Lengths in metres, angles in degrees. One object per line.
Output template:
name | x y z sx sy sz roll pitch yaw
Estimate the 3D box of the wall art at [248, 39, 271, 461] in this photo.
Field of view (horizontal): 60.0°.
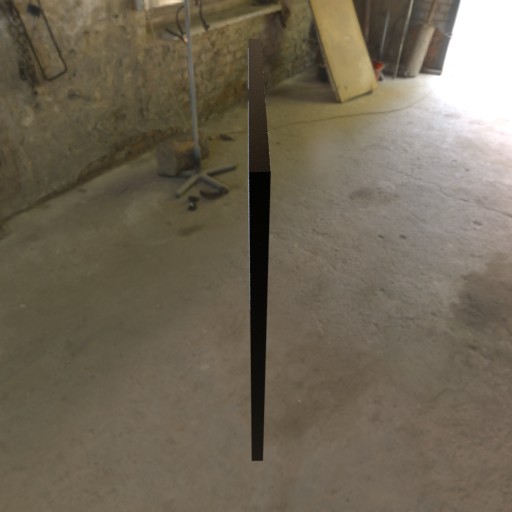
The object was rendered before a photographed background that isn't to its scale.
wall art | 0.000 0.000 1.397 0.040 1.062 0.805 0 41 -1
